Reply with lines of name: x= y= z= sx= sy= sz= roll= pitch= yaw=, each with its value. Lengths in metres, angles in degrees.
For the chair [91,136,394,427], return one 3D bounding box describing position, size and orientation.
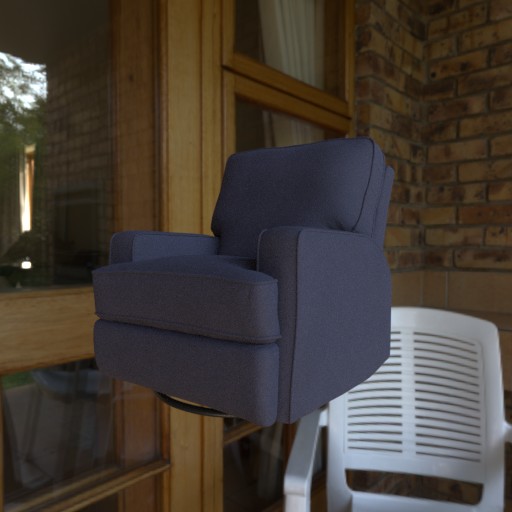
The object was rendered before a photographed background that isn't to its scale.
chair: x=0.000 y=0.000 z=1.706 sx=0.861 sy=0.962 sz=0.964 roll=1 pitch=2 yaw=37
